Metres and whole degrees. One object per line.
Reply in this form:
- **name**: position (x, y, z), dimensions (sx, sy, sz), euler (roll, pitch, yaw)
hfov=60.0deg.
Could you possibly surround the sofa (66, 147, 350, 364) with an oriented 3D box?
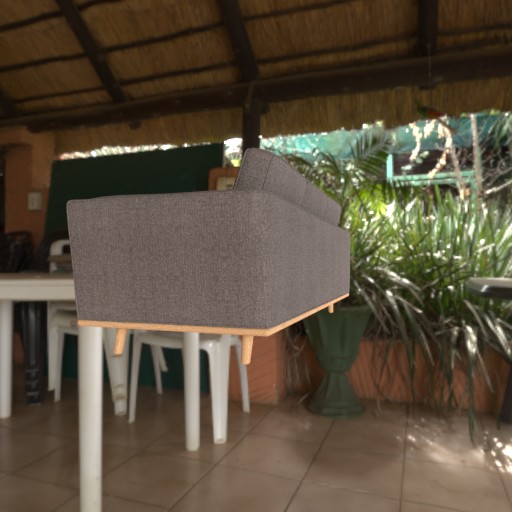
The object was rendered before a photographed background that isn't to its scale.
- **sofa**: position (0.000, 0.000, 2.811), dimensions (0.903, 0.899, 2.362), euler (0, -1, 19)
